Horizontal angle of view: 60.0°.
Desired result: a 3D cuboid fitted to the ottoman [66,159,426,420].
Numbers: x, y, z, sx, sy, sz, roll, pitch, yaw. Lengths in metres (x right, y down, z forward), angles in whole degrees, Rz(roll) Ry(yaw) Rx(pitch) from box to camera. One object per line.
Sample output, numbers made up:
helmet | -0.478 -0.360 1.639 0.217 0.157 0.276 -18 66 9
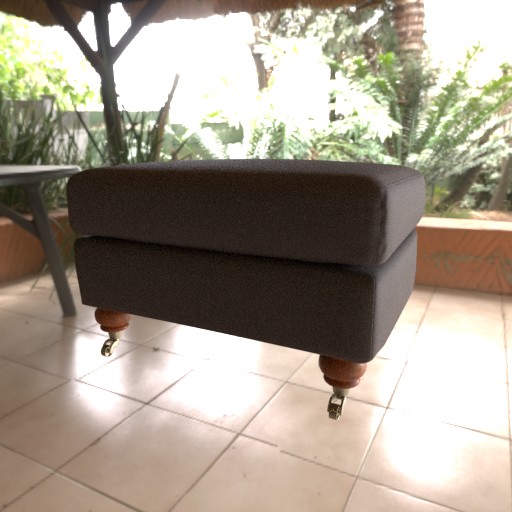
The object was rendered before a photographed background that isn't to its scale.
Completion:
ottoman | 0.000 0.000 1.164 0.773 0.497 0.574 7 15 26
